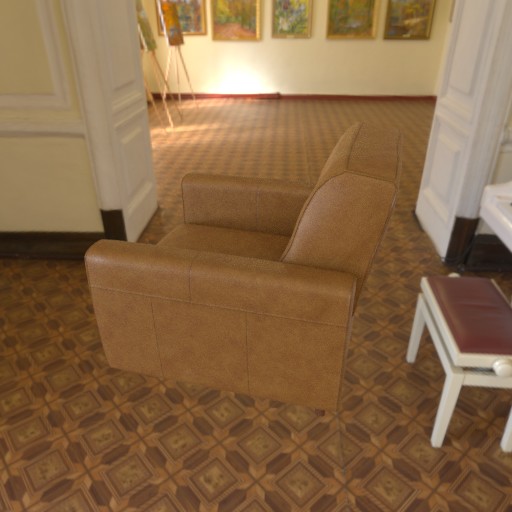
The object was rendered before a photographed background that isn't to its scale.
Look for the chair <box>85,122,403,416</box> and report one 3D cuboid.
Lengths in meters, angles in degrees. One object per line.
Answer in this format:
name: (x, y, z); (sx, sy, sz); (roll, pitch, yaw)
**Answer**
chair: (0.000, 0.000, 1.696); (0.942, 0.968, 0.845); (8, 30, 15)
